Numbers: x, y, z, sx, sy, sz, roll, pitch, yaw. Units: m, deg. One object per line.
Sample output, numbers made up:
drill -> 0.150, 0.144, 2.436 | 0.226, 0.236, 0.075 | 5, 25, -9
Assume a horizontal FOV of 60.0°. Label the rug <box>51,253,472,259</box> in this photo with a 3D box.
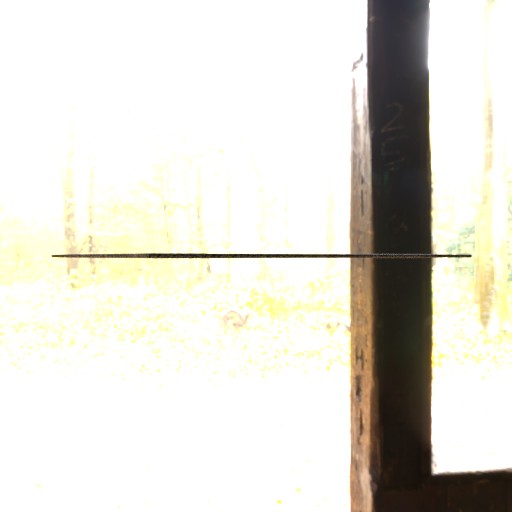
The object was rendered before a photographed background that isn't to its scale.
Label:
rug -> 0.000, 0.000, 4.085 | 3.047, 0.029, 2.438 | 0, 0, -35
